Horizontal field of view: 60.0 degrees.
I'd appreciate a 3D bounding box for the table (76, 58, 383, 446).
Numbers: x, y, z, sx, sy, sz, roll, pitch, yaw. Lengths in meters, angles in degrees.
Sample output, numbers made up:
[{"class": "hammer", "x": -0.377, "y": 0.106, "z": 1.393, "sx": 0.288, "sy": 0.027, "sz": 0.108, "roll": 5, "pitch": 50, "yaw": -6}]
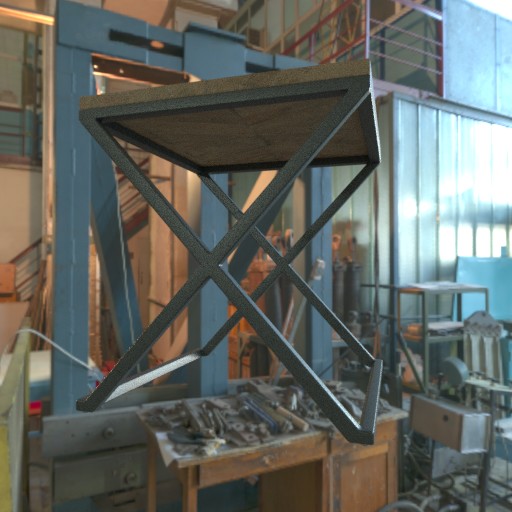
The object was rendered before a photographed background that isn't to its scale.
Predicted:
[{"class": "table", "x": 0.000, "y": 0.000, "z": 0.932, "sx": 0.498, "sy": 0.550, "sz": 0.499, "roll": 0, "pitch": -1, "yaw": 17}]
